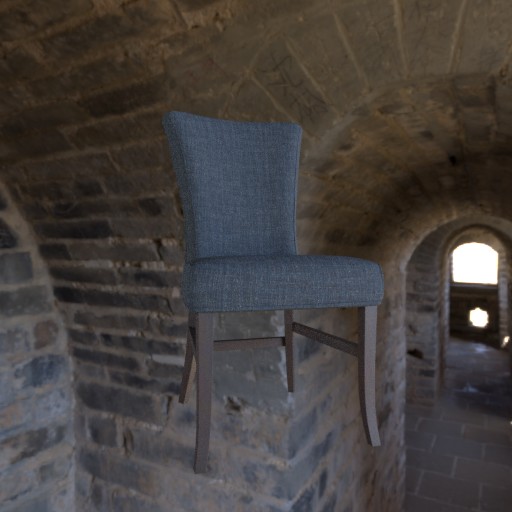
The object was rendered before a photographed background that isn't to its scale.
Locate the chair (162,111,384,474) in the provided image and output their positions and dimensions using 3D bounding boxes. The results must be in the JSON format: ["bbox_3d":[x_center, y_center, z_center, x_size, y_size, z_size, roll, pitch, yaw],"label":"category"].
[{"bbox_3d":[0.000,0.000,1.376,0.520,0.991,0.660,0,0,-18],"label":"chair"}]
